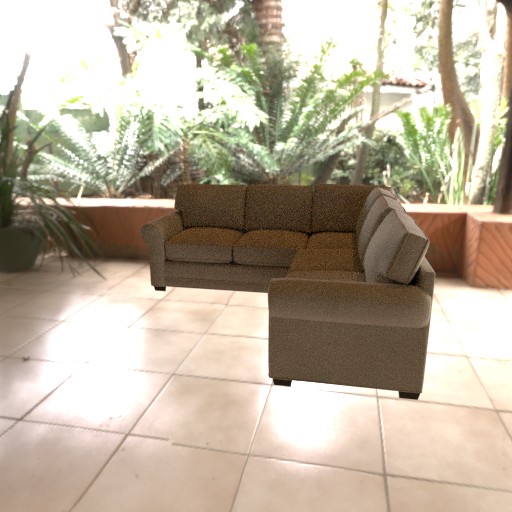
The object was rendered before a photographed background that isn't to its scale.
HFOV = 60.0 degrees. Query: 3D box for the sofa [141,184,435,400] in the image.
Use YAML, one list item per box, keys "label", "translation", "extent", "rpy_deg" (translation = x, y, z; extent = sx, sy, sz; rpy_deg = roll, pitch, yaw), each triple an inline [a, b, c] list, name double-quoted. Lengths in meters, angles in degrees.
- label: "sofa"
  translation: [0.000, 0.000, 3.857]
  extent: [2.487, 1.054, 2.569]
  rpy_deg: [3, 15, 10]
